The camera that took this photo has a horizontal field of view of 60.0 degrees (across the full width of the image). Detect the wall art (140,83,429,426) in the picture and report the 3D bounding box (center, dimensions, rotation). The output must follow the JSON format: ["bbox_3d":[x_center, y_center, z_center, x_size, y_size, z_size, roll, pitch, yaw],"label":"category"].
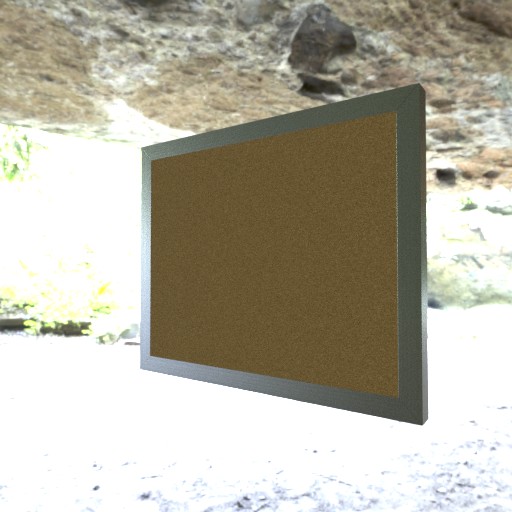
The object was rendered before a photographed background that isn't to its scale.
[{"bbox_3d":[0.000,0.000,0.761,0.557,0.456,0.032,-1,-2,35],"label":"wall art"}]
